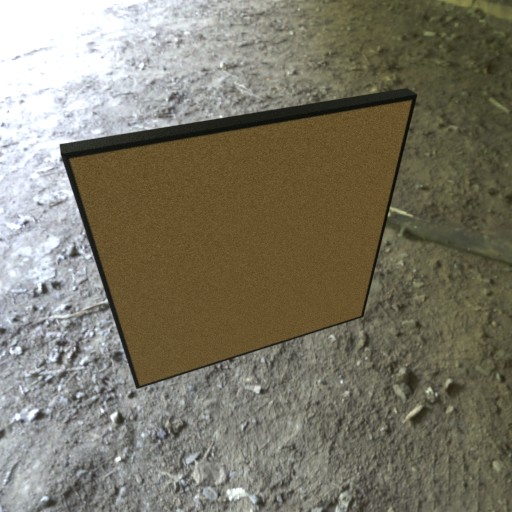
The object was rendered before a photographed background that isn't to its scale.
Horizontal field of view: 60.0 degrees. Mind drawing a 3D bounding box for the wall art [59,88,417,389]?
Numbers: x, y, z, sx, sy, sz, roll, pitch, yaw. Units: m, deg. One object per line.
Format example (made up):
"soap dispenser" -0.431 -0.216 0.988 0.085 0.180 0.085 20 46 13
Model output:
"wall art" 0.000 0.000 0.779 0.513 0.511 0.028 -14 43 -16
